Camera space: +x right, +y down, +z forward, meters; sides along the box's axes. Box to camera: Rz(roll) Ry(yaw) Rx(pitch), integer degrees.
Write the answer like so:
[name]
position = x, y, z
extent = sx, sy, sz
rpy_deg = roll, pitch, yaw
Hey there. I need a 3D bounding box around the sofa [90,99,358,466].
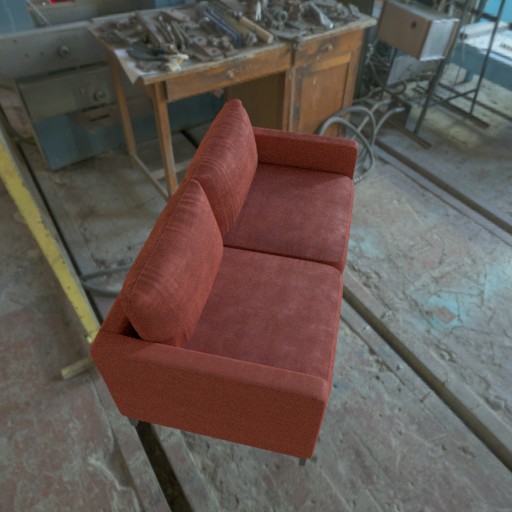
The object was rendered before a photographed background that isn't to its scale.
[sofa]
position = 0.000, 0.000, 2.153
extent = 0.864, 0.896, 1.574
rpy_deg = 9, 47, 9
